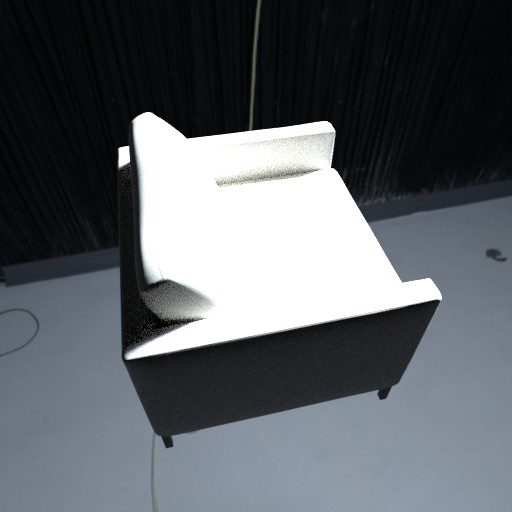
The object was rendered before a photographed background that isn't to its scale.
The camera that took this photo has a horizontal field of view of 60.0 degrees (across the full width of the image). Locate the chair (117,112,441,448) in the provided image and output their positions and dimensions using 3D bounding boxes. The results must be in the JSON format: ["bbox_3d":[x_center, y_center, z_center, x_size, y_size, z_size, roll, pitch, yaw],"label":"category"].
[{"bbox_3d":[0.000,0.000,1.590,0.875,0.806,0.964,-9,48,-9],"label":"chair"}]
